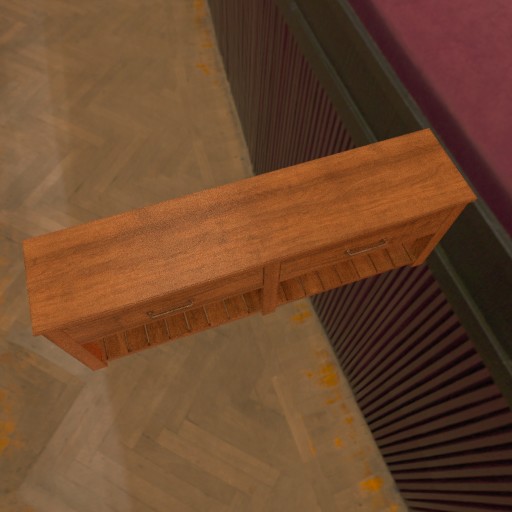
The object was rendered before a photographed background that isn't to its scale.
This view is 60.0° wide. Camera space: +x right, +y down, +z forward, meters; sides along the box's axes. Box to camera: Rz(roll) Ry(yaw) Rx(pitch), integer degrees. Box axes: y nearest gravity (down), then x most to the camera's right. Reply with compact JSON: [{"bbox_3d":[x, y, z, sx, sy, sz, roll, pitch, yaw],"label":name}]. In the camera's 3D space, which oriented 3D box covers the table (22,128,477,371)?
[{"bbox_3d":[0.000,0.000,2.075,1.815,0.635,0.425,-17,64,-8],"label":"table"}]
